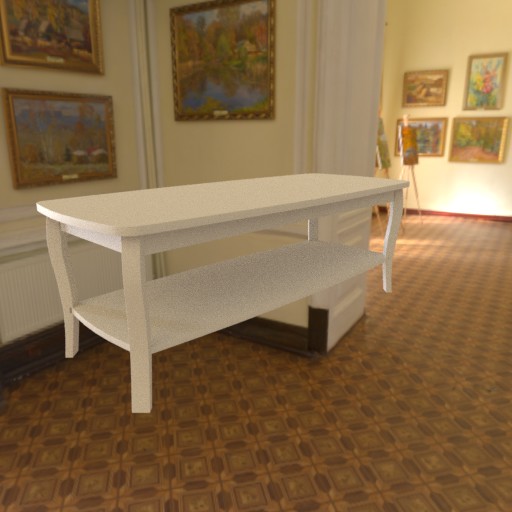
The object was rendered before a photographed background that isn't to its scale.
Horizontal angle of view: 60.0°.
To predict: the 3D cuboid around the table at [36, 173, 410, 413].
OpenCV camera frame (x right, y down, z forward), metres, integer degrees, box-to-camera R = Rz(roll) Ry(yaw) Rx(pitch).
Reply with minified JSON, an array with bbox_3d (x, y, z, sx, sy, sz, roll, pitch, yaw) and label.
[{"bbox_3d":[0.000,0.000,1.588,0.561,0.474,1.334,15,22,43],"label":"table"}]
